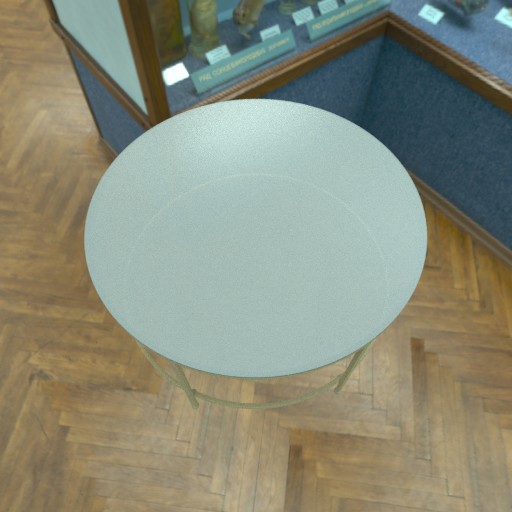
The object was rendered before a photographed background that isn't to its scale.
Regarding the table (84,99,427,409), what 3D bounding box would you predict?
[{"bbox_3d":[0.000,0.000,1.403,0.914,0.470,0.914,0,58,0],"label":"table"}]
